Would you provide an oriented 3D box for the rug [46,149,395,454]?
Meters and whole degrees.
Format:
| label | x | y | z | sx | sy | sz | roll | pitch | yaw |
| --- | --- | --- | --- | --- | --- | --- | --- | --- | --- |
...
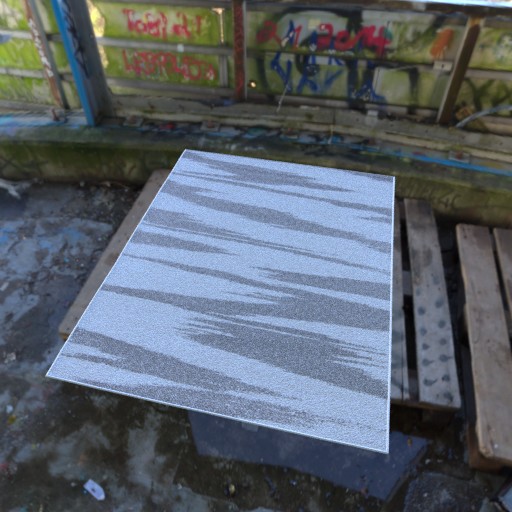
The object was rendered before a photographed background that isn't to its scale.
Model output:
| label | x | y | z | sx | sy | sz | roll | pitch | yaw |
| --- | --- | --- | --- | --- | --- | --- | --- | --- | --- |
| rug | 0.000 | 0.000 | 3.899 | 2.353 | 0.014 | 2.945 | 9 | 47 | 9 |
